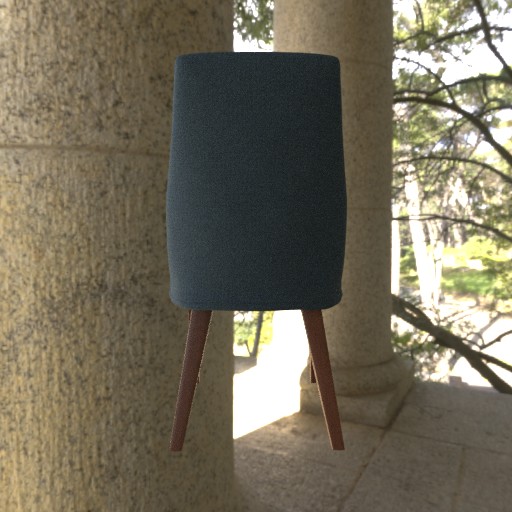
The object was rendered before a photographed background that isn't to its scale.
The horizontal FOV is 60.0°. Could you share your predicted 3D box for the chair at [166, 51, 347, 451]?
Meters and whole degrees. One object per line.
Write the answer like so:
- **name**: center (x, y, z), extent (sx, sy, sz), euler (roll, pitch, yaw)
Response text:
- **chair**: center (0.000, 0.000, 1.272), extent (0.500, 0.930, 0.620), euler (0, 2, -1)
